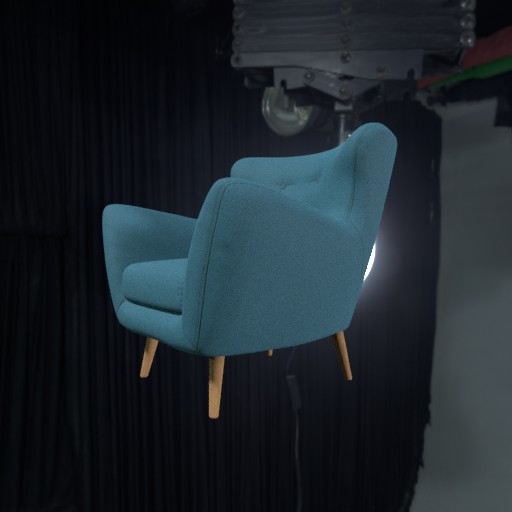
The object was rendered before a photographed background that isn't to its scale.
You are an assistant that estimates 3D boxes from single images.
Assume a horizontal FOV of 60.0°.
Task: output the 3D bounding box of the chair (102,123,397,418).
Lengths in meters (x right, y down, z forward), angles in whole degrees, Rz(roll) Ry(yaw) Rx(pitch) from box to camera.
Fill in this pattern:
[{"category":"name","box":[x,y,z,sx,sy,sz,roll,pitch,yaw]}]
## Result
[{"category":"chair","box":[0.000,0.000,1.631,0.889,0.889,0.890,-1,1,-37]}]
